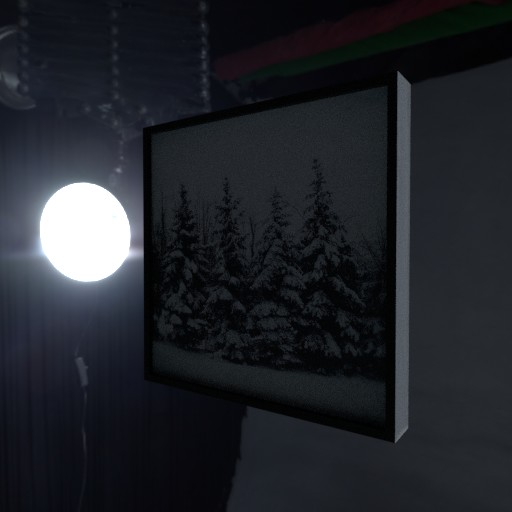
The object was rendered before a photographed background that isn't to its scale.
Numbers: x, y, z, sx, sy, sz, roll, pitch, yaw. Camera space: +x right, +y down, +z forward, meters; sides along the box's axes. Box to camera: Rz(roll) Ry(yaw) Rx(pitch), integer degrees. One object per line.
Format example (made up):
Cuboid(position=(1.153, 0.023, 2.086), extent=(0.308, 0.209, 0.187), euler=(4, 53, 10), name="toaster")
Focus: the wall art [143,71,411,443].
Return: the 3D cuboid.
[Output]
Cuboid(position=(0.000, 0.000, 0.465), extent=(0.305, 0.305, 0.037), euler=(1, 2, 35), name="wall art")
